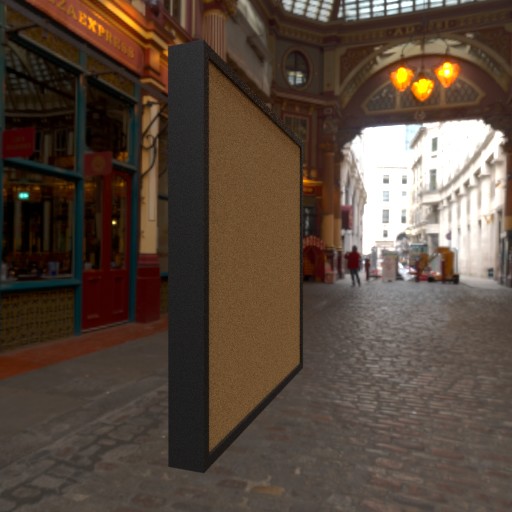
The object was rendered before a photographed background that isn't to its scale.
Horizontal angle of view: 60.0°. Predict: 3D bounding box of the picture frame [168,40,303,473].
[{"bbox_3d":[0.000,0.000,0.479,0.030,0.317,0.317,0,0,19],"label":"picture frame"}]
